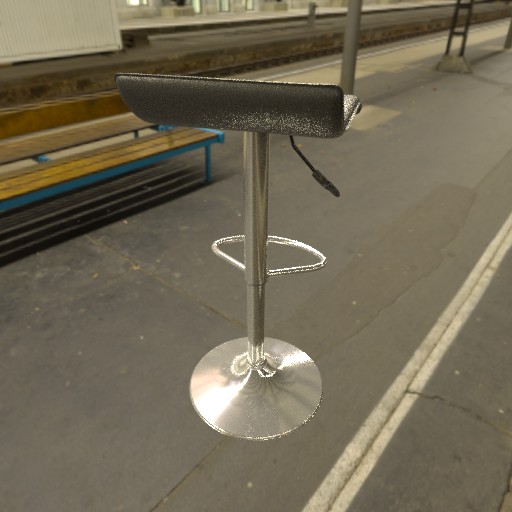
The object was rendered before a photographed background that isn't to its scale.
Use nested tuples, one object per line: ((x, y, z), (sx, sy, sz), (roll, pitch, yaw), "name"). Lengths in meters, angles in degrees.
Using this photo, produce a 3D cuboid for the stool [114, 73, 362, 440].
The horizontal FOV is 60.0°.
((0.000, 0.000, 1.045), (0.381, 0.851, 0.381), (9, 33, 15), "stool")
